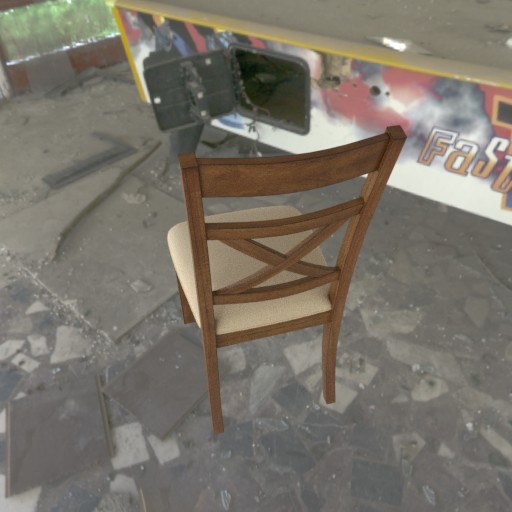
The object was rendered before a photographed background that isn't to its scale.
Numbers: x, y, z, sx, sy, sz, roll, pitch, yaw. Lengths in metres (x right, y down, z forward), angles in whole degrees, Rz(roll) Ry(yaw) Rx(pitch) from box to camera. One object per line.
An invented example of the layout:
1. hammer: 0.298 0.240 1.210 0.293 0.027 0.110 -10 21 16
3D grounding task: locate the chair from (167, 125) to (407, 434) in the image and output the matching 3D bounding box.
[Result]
1. chair: 0.000 0.000 1.259 0.461 0.949 0.581 -11 42 -12
